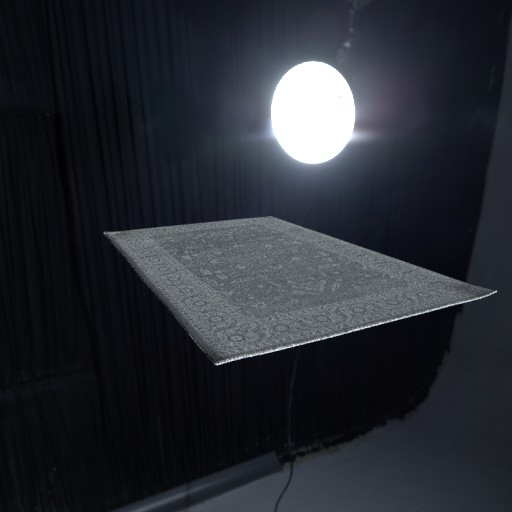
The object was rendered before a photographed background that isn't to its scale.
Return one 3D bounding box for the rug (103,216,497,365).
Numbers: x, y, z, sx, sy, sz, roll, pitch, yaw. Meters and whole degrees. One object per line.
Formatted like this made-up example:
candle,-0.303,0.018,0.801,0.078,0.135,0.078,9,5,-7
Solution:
rug,0.000,0.000,2.263,1.209,0.019,1.828,-8,18,-26
